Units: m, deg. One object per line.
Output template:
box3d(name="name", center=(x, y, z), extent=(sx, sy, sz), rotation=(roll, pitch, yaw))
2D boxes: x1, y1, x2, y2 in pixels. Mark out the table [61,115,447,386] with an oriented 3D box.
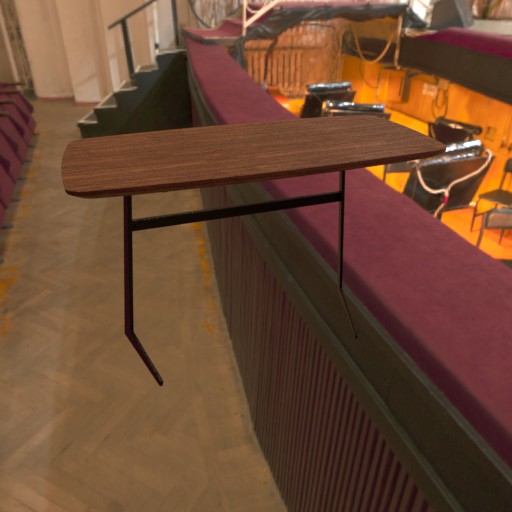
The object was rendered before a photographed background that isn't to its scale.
box3d(name="table", center=(0.000, 0.000, 1.125), extent=(0.804, 0.576, 0.361), rotation=(-10, 32, -16))
